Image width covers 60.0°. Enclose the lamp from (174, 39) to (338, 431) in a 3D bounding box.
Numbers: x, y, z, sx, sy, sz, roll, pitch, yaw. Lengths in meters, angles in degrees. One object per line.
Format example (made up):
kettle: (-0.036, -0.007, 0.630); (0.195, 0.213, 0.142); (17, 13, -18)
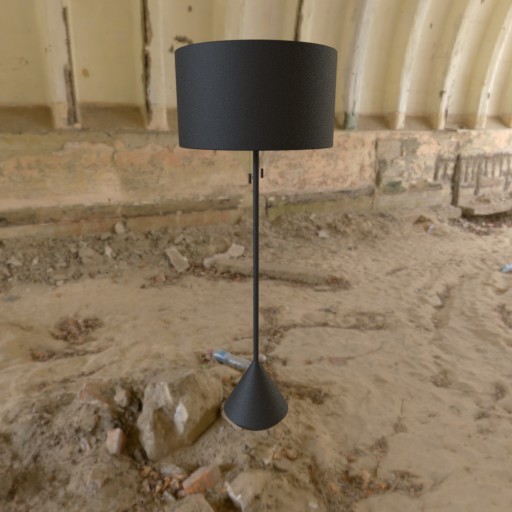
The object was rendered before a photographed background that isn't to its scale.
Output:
lamp: (0.000, 0.000, 1.819); (0.580, 1.526, 0.580); (9, 19, 26)
